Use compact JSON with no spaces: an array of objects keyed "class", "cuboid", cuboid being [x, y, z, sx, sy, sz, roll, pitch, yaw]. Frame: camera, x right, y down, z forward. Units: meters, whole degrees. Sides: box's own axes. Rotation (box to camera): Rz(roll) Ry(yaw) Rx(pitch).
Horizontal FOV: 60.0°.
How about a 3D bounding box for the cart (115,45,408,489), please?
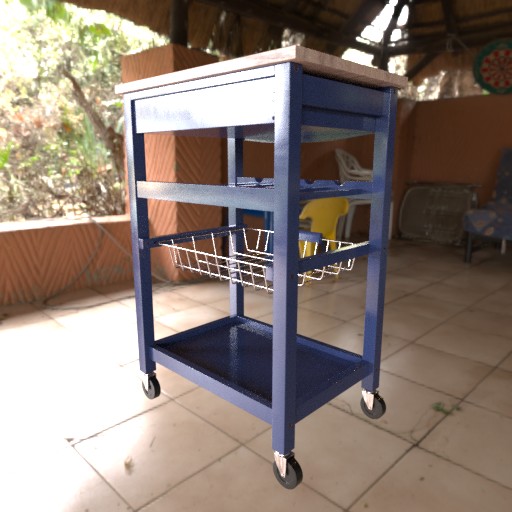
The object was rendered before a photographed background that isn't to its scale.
[{"class":"cart","cuboid":[0.000,0.000,1.130,0.584,0.839,0.403,12,17,43]}]
